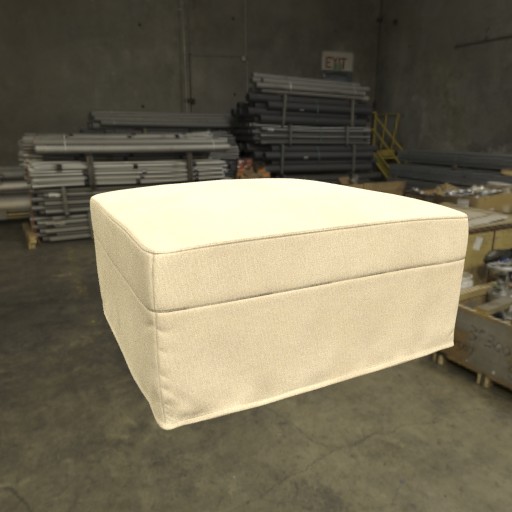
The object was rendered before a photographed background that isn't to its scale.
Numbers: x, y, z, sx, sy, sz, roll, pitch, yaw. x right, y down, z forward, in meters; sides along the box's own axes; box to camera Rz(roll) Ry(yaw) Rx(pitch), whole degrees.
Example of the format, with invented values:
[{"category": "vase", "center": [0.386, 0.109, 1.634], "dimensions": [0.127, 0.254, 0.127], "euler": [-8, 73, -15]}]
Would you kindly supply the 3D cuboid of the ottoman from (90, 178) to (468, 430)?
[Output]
[{"category": "ottoman", "center": [0.000, 0.000, 1.338], "dimensions": [0.843, 0.441, 0.842], "euler": [-8, 17, -26]}]
